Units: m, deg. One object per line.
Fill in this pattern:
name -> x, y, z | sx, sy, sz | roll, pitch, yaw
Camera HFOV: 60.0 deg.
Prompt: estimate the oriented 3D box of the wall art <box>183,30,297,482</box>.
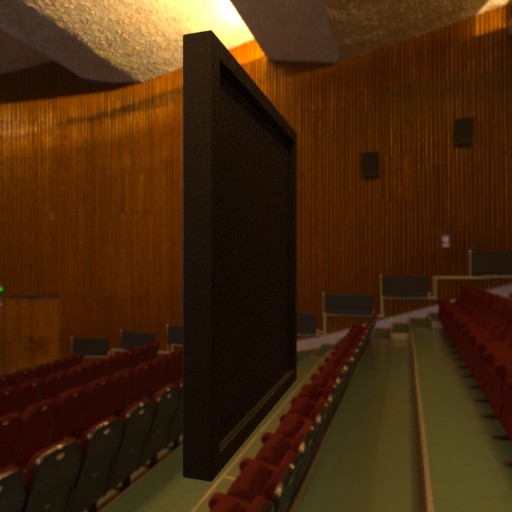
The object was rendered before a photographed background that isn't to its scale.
wall art -> 0.000, 0.000, 0.533 | 0.028, 0.381, 0.328 | 0, 0, 18
